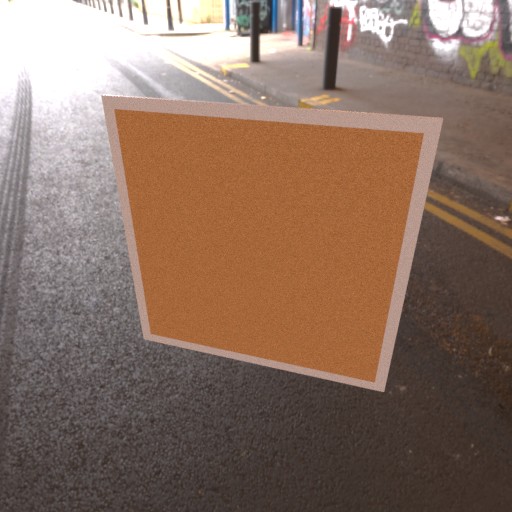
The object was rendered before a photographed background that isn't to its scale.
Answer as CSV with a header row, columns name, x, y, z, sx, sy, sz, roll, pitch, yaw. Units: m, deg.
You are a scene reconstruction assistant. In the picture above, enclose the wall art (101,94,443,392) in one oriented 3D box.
name,x,y,z,sx,sy,sz,roll,pitch,yaw
wall art,0.000,0.000,1.233,0.812,0.813,0.013,9,32,14
